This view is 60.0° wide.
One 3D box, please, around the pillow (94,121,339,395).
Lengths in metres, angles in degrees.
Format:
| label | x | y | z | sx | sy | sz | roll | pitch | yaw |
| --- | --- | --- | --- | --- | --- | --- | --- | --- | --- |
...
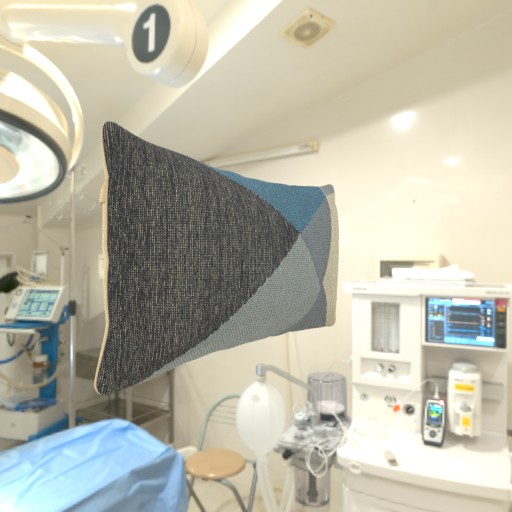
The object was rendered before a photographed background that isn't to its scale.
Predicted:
| label | x | y | z | sx | sy | sz | roll | pitch | yaw |
| --- | --- | --- | --- | --- | --- | --- | --- | --- | --- |
| pillow | 0.000 | 0.000 | 0.724 | 0.148 | 0.307 | 0.604 | 0 | 0 | 35 |
